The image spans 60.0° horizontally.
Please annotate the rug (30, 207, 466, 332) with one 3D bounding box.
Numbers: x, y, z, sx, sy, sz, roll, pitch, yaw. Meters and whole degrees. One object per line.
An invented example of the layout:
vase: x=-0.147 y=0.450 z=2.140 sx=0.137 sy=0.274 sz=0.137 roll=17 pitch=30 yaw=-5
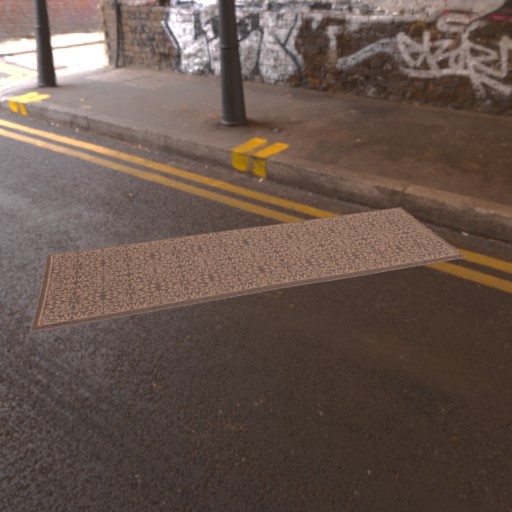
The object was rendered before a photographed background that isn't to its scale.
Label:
rug: x=0.000 y=0.000 z=2.419 sx=2.196 sy=0.011 sz=0.662 roll=-9 pitch=32 yaw=-14
